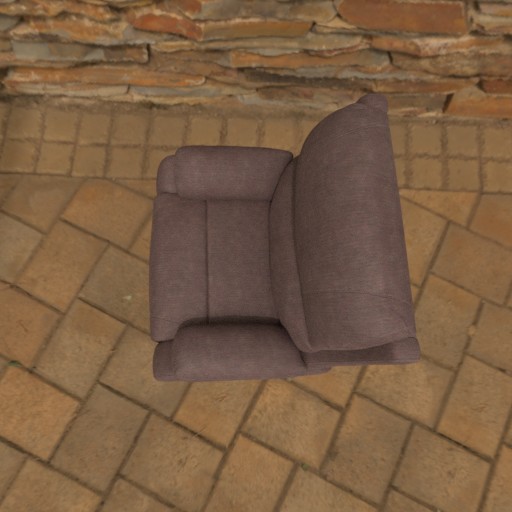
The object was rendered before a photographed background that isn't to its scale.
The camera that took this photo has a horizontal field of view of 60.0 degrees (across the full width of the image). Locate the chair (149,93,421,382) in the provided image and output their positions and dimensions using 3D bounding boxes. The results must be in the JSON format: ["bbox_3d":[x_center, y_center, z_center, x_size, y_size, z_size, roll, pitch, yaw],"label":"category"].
[{"bbox_3d":[0.000,0.000,1.728,0.899,1.011,0.930,-2,75,-1],"label":"chair"}]
